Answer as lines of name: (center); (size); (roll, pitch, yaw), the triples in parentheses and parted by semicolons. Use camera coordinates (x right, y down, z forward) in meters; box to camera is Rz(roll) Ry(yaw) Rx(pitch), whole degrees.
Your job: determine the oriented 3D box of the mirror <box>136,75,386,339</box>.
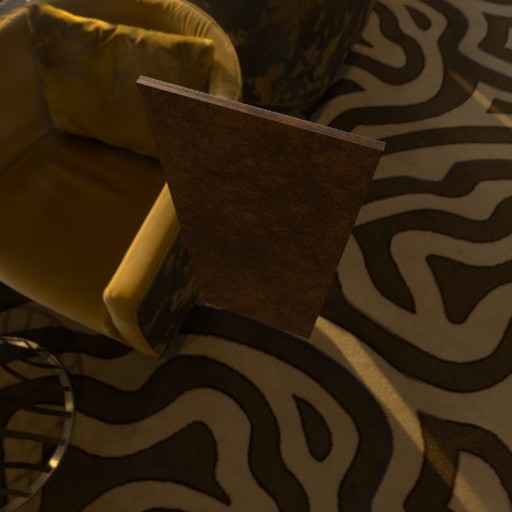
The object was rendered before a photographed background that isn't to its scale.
mirror: (0.000, 0.000, 2.286); (0.812, 2.031, 0.032); (18, 65, 9)
